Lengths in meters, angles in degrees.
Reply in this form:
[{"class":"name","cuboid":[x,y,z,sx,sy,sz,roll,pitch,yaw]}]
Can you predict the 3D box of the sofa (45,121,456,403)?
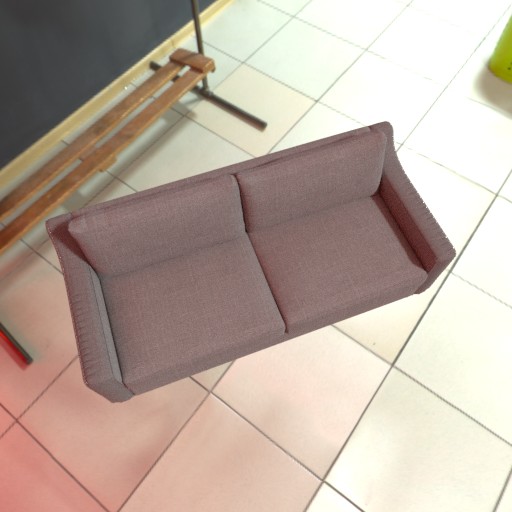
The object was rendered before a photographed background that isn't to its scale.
[{"class":"sofa","cuboid":[0.000,0.000,2.731,2.208,0.857,1.000,-18,64,-9]}]
